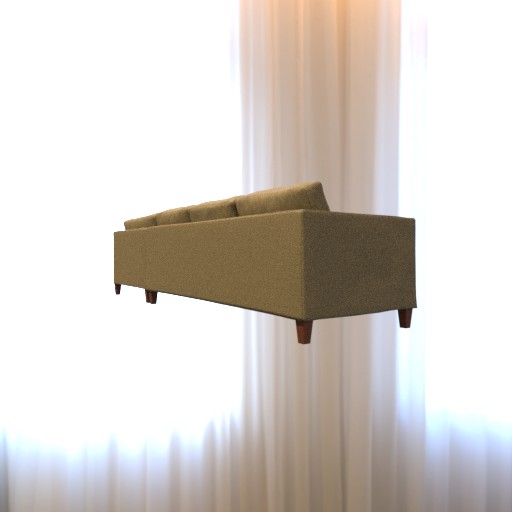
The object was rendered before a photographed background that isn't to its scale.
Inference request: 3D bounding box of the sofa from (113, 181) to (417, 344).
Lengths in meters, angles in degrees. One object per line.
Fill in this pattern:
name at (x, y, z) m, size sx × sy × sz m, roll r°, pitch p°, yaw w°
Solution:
sofa at (0.000, 0.000, 3.968) m, size 1.625 × 0.861 × 3.186 m, roll 0°, pitch 1°, yaw -35°
